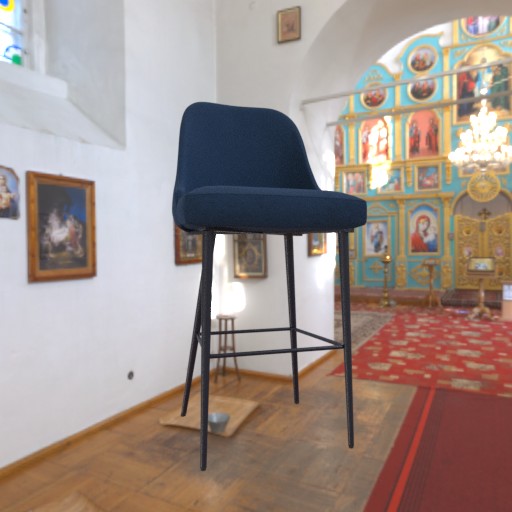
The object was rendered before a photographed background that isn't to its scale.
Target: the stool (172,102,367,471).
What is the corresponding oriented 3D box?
[{"bbox_3d":[0.000,0.000,1.380,0.527,1.079,0.489,0,1,-18],"label":"stool"}]
